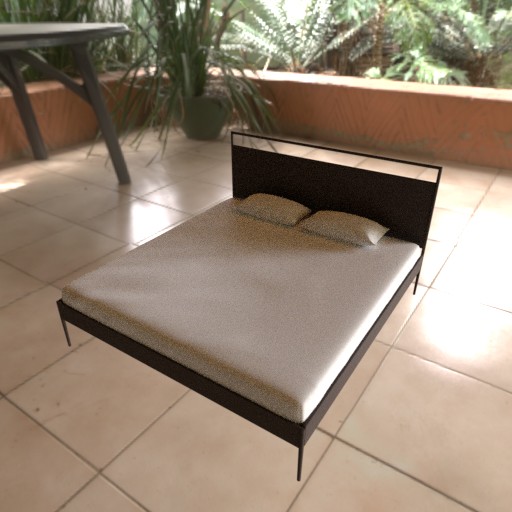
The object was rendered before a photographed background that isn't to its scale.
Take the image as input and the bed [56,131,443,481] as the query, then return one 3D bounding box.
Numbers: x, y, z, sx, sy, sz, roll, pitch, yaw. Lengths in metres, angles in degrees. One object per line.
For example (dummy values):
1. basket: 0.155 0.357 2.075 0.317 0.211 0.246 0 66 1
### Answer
1. bed: 0.000 0.000 3.361 1.993 1.173 2.151 18 34 29
